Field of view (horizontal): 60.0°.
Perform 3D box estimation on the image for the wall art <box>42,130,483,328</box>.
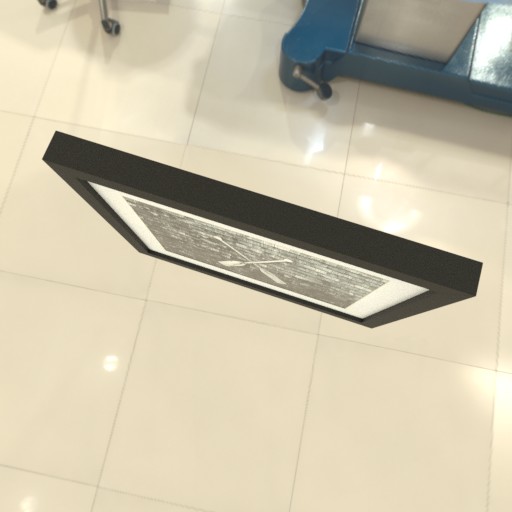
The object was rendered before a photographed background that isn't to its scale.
[{"bbox_3d":[0.000,0.000,0.533,0.381,0.330,0.029,18,77,4],"label":"wall art"}]
